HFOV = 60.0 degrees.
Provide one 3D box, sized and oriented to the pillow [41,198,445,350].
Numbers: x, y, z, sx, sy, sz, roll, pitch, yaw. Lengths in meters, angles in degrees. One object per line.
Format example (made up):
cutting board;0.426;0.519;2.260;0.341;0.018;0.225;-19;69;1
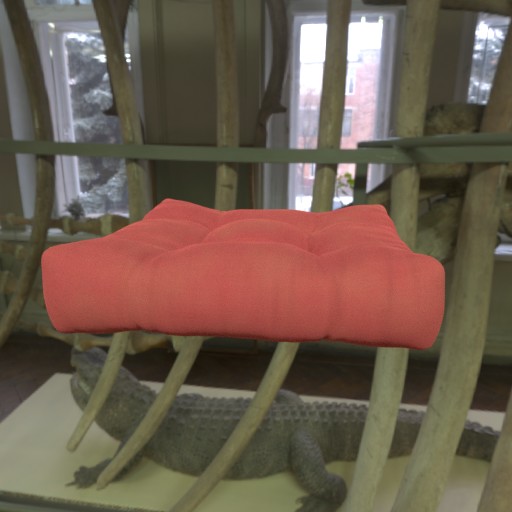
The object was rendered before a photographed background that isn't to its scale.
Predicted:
pillow;0.000;0.000;0.733;0.490;0.128;0.468;2;15;8
